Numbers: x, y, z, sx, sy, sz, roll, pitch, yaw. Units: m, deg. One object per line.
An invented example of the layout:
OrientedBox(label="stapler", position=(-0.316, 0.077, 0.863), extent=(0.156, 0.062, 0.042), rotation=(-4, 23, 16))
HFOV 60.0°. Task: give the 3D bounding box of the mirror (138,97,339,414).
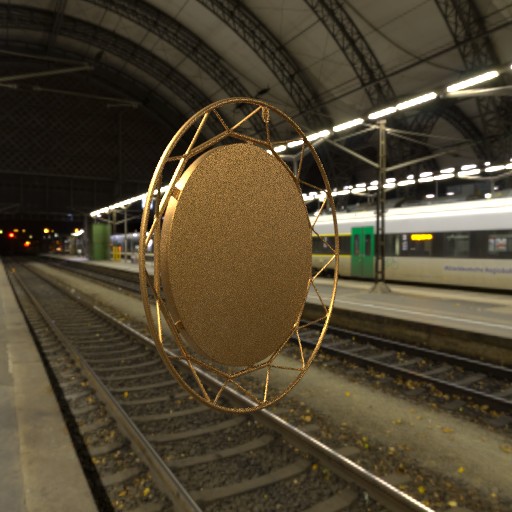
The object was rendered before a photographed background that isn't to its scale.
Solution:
OrientedBox(label="mirror", position=(0.000, 0.000, 0.671), extent=(0.043, 0.454, 0.454), rotation=(1, 2, 38))
